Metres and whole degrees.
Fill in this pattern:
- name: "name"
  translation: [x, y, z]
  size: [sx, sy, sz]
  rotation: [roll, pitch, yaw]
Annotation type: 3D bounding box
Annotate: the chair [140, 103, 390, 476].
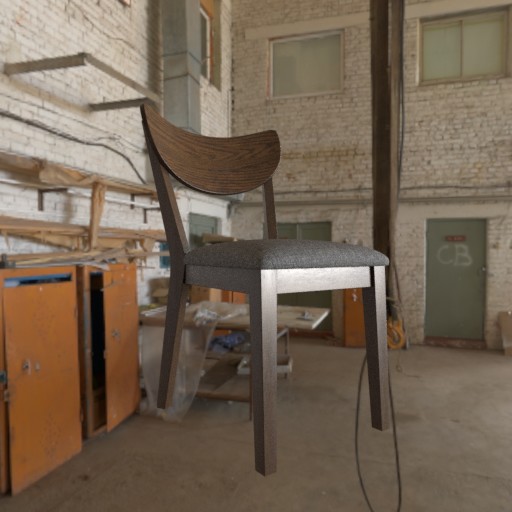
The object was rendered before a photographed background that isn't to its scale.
- name: "chair"
  translation: [0.000, 0.000, 1.205]
  size: [0.491, 0.849, 0.583]
  rotation: [-1, 1, -37]
